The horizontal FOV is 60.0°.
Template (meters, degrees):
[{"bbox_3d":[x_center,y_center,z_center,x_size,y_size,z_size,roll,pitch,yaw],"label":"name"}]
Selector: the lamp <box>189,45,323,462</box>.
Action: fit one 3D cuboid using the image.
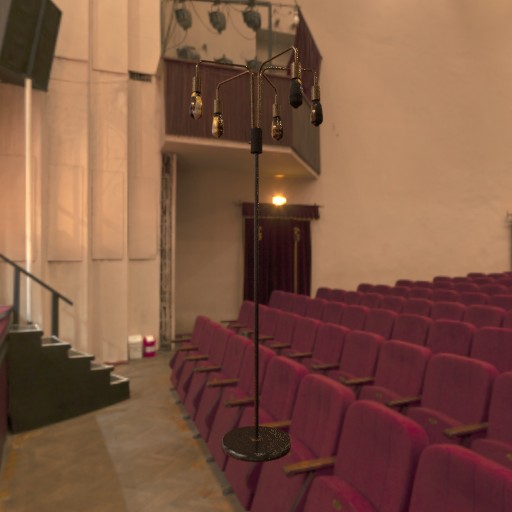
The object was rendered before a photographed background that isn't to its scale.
[{"bbox_3d":[0.000,0.000,1.998,0.599,1.721,0.572,0,-1,-19],"label":"lamp"}]
